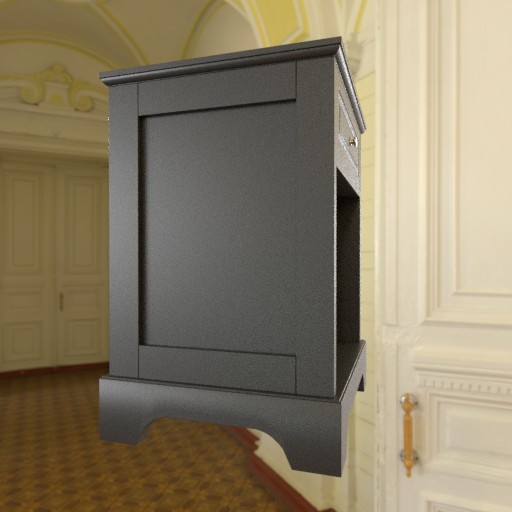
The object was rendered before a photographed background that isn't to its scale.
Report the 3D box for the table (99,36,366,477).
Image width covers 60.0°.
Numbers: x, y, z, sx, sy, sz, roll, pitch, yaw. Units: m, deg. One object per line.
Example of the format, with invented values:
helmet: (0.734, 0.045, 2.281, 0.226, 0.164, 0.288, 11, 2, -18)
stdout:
table: (0.000, 0.000, 0.891, 0.399, 0.610, 0.460, 0, 0, 18)
